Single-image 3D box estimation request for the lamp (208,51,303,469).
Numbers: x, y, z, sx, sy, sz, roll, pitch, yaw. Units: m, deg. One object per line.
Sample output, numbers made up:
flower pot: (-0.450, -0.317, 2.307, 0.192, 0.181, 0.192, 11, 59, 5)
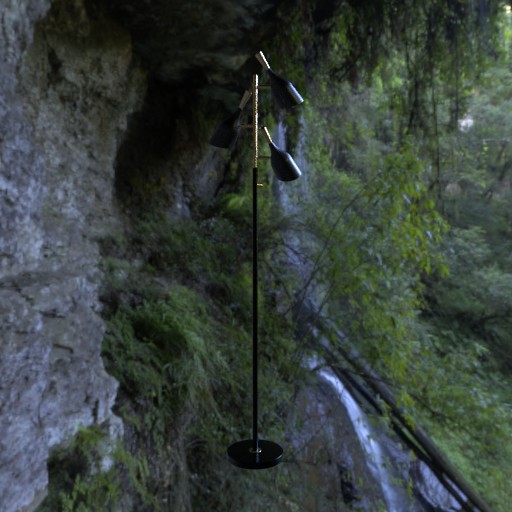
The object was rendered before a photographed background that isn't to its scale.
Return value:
lamp: (0.000, 0.000, 1.979, 0.434, 1.778, 0.253, 0, -1, -1)
